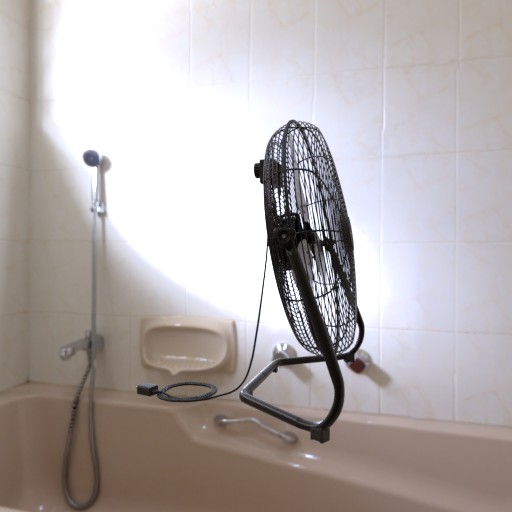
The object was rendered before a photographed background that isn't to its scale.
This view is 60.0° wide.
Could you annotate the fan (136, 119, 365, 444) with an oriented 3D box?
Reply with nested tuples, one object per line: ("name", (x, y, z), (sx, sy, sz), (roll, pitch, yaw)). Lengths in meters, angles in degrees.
("fan", (0.000, 0.000, 0.947), (0.424, 0.546, 0.555), (0, 0, 17))
